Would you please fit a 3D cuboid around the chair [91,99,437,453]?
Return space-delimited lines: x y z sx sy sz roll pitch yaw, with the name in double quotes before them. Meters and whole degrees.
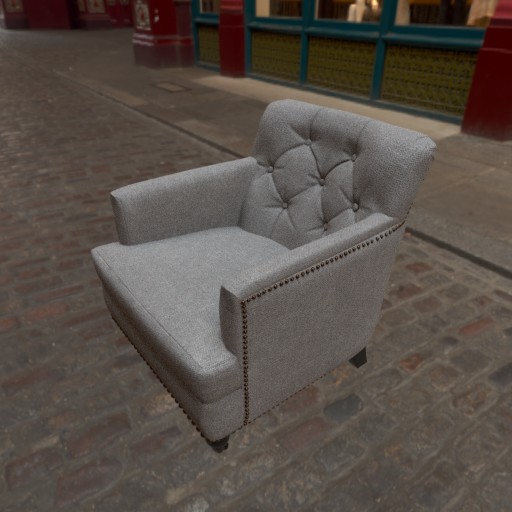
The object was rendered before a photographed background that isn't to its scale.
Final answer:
"chair" 0.000 0.000 1.484 0.902 0.823 0.737 -22 37 -31
